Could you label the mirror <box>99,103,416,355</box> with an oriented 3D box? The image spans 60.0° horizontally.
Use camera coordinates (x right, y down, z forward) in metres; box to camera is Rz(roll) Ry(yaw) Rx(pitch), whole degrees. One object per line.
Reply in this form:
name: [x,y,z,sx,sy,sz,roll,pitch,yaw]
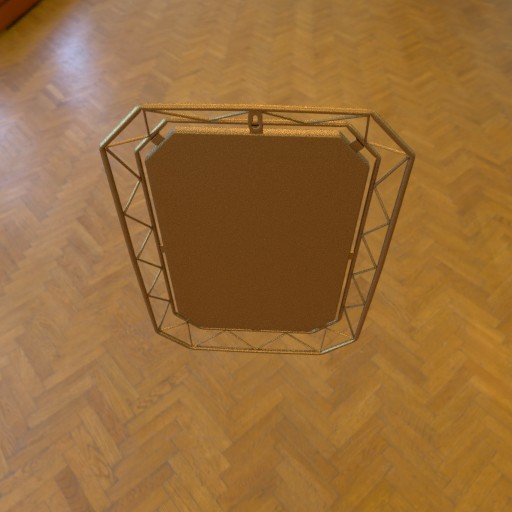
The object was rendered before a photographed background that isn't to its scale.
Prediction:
mirror: [0.000,0.000,0.742,0.417,0.566,0.042,2,48,2]
